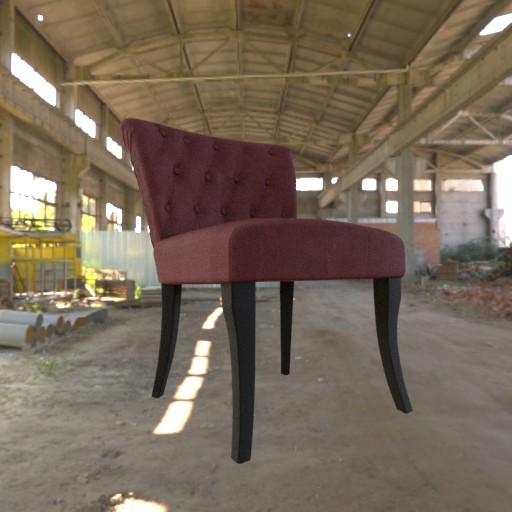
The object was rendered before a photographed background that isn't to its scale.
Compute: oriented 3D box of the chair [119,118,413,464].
[{"bbox_3d":[0.000,0.000,1.167,0.582,0.750,0.605,1,-1,-34],"label":"chair"}]
